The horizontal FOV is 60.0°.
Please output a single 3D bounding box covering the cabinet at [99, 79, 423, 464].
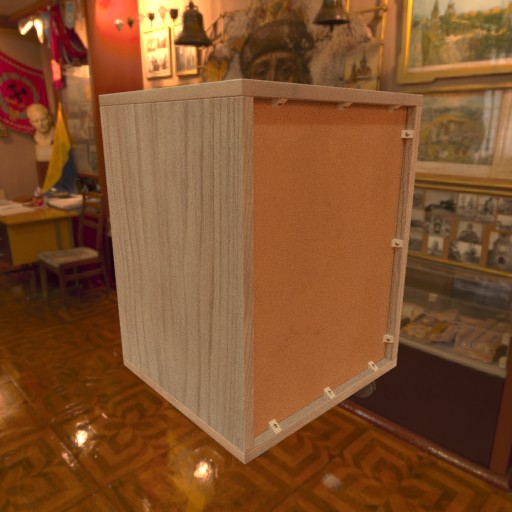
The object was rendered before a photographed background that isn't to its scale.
[{"bbox_3d":[0.000,0.000,0.849,0.409,0.579,0.401,-14,22,-40],"label":"cabinet"}]
